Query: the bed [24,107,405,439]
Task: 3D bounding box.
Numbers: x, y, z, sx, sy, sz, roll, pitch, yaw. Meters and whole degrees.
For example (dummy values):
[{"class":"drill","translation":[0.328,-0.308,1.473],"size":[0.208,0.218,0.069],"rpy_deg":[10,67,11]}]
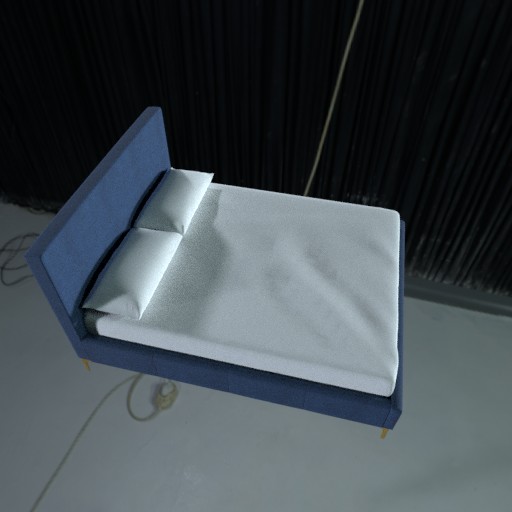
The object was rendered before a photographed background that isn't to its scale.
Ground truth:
[{"class":"bed","translation":[0.000,0.000,3.193],"size":[2.172,1.231,1.723],"rpy_deg":[10,47,9]}]
